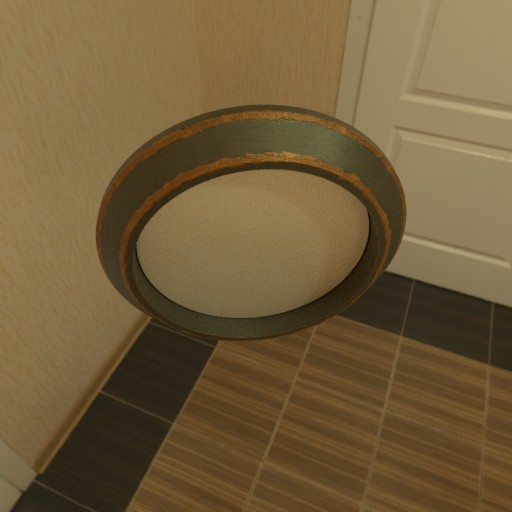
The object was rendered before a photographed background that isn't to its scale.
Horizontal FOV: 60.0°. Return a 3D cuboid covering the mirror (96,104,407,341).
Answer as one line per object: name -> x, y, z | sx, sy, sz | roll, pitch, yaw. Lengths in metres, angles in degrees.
mirror -> 0.000, 0.000, 1.315 | 0.907, 0.907, 0.111 | -5, 47, -4
